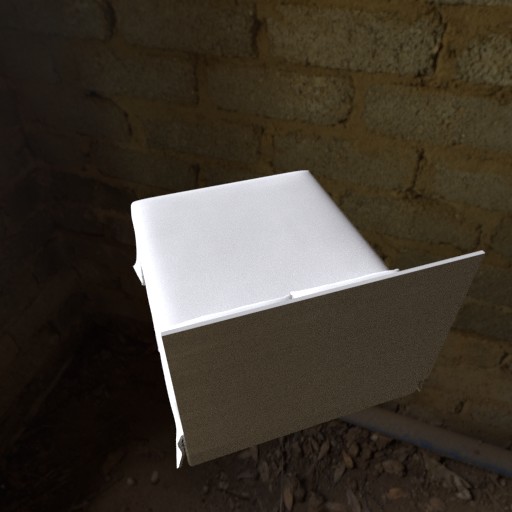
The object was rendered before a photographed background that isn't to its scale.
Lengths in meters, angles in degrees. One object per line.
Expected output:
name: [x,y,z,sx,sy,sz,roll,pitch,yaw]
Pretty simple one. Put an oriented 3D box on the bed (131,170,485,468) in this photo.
bed: [0.000,0.000,3.169,1.745,1.335,2.094,-13,43,-14]
